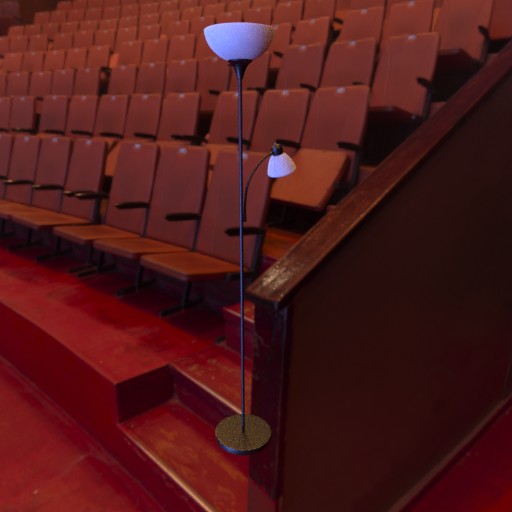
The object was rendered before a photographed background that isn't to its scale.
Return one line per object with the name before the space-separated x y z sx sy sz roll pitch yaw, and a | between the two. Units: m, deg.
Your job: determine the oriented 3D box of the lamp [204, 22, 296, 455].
lamp | 0.000 0.000 1.980 0.442 1.804 0.279 -15 22 -42
